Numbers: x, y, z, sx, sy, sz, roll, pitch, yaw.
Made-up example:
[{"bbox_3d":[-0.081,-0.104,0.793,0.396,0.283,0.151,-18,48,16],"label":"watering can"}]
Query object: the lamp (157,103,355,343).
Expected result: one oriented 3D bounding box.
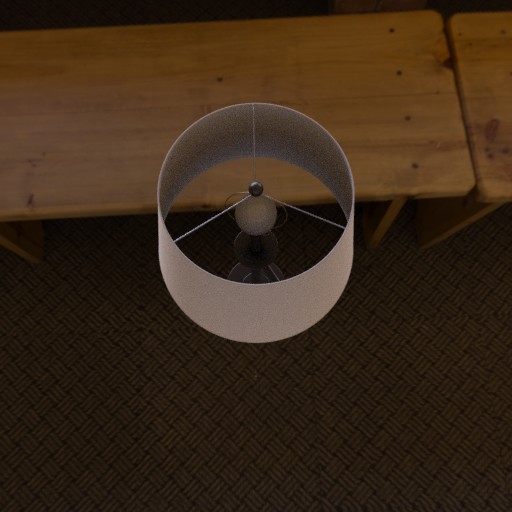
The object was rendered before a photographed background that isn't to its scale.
[{"bbox_3d":[0.000,0.000,0.911,0.363,0.696,0.363,0,75,0],"label":"lamp"}]
